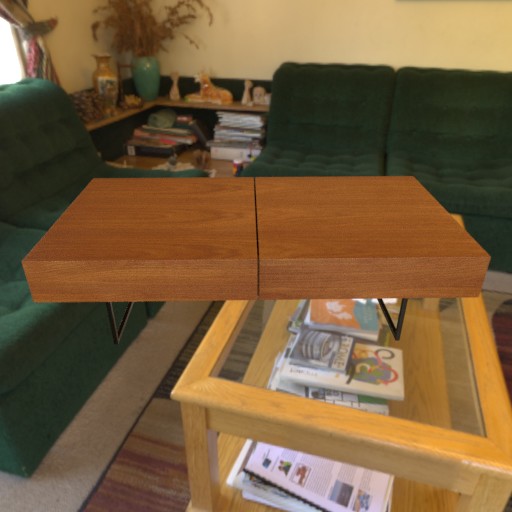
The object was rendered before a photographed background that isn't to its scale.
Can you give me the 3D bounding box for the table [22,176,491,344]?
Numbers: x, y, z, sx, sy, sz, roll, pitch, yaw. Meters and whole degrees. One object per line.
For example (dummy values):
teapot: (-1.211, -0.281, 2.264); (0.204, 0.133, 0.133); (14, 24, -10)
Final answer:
table: (0.000, 0.000, 1.473); (1.194, 0.330, 0.610); (-1, 30, -1)
